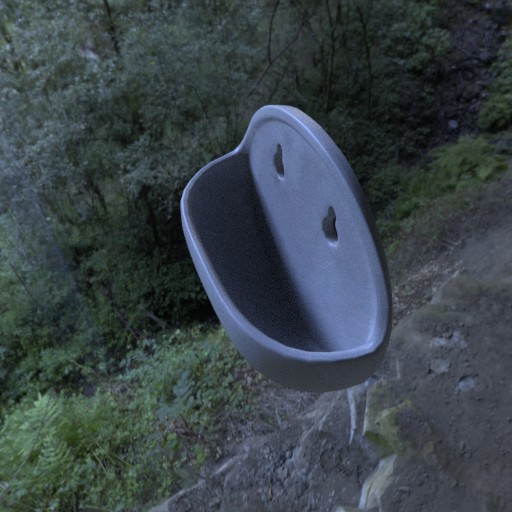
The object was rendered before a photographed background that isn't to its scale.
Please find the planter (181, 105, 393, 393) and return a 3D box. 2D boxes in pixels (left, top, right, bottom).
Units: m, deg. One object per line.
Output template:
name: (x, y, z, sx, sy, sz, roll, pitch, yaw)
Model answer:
planter: (0.000, 0.000, 0.276, 0.073, 0.164, 0.190, -17, 49, -16)
